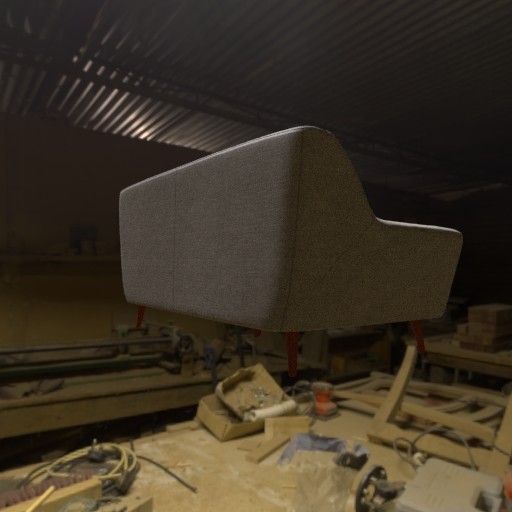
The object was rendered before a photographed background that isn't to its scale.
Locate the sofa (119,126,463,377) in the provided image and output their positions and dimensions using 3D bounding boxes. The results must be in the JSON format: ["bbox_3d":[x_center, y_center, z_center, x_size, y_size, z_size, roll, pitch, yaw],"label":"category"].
[{"bbox_3d":[0.000,0.000,2.454,0.976,0.897,1.930,1,-1,-36],"label":"sofa"}]
